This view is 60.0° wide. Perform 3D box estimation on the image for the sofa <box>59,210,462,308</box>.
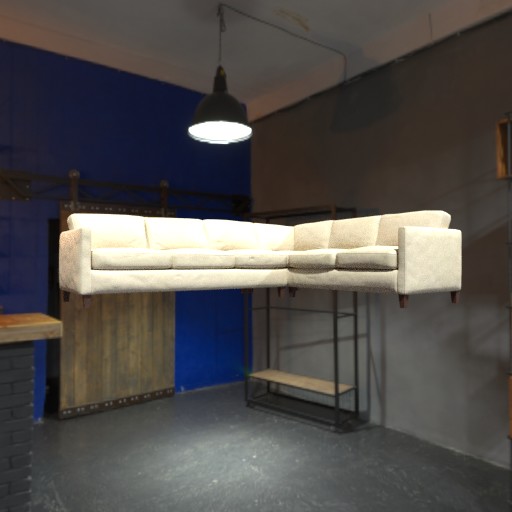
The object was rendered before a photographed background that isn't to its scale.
[{"bbox_3d":[0.000,0.000,4.530,3.302,0.947,2.593,1,-1,-35],"label":"sofa"}]
